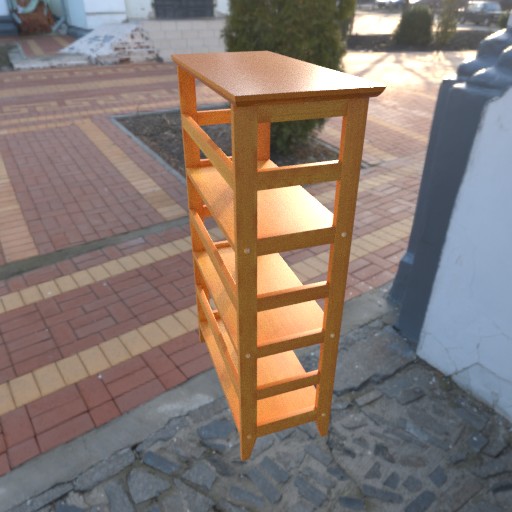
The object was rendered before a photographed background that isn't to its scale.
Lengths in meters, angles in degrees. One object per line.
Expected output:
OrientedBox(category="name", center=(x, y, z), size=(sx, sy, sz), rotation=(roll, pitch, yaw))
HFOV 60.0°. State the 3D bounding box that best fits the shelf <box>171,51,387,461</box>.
OrientedBox(category="shelf", center=(0.000, 0.000, 1.348), size=(0.305, 1.067, 0.660), rotation=(-10, 32, -16))
